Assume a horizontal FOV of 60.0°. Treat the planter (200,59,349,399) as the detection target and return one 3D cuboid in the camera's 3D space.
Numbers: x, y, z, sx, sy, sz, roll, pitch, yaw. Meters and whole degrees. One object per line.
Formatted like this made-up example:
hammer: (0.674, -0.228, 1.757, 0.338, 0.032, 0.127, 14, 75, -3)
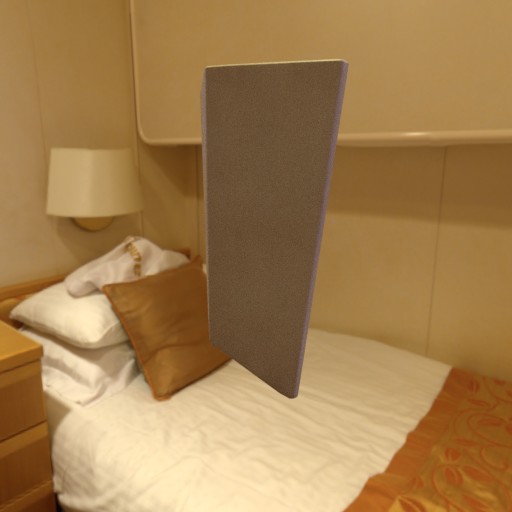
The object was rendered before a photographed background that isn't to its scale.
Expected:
planter: (0.000, 0.000, 0.271, 0.060, 0.197, 0.150, -2, 13, -8)
